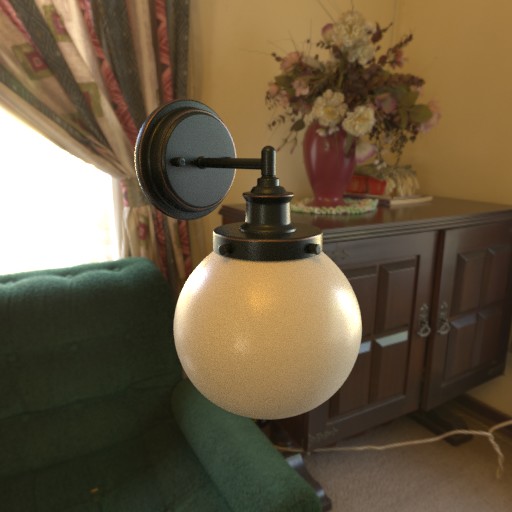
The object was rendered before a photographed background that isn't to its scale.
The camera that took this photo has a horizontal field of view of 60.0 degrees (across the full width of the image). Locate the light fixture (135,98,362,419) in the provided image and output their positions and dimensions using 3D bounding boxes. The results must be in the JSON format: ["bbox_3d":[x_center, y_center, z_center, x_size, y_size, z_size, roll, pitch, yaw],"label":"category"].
[{"bbox_3d":[0.000,0.000,0.469,0.230,0.332,0.197,12,18,42],"label":"light fixture"}]
